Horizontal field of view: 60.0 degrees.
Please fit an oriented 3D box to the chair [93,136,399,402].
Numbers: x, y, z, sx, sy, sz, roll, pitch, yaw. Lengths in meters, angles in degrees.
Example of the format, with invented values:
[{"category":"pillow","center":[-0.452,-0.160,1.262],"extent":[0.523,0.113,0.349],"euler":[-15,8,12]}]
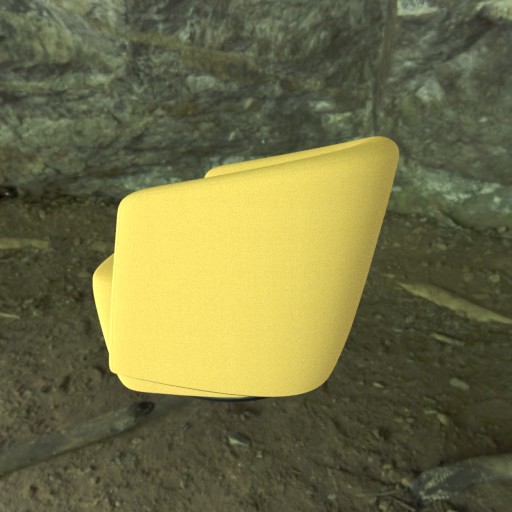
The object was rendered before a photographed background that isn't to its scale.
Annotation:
[{"category":"chair","center":[0.000,0.000,1.339],"extent":[0.767,0.698,0.773],"euler":[2,15,8]}]
